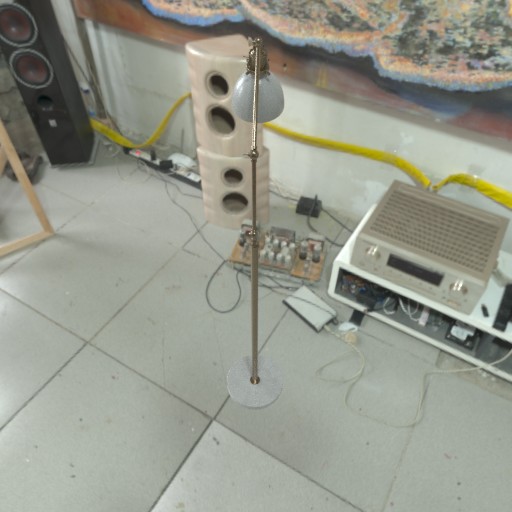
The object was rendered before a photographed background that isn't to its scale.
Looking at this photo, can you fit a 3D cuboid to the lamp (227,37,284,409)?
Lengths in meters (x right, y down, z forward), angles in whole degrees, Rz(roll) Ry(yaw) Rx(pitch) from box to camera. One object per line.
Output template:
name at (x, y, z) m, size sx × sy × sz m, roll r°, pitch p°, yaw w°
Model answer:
lamp at (0.000, 0.000, 1.807) m, size 0.288 × 1.586 × 0.599 m, roll 1°, pitch 47°, yaw 1°
